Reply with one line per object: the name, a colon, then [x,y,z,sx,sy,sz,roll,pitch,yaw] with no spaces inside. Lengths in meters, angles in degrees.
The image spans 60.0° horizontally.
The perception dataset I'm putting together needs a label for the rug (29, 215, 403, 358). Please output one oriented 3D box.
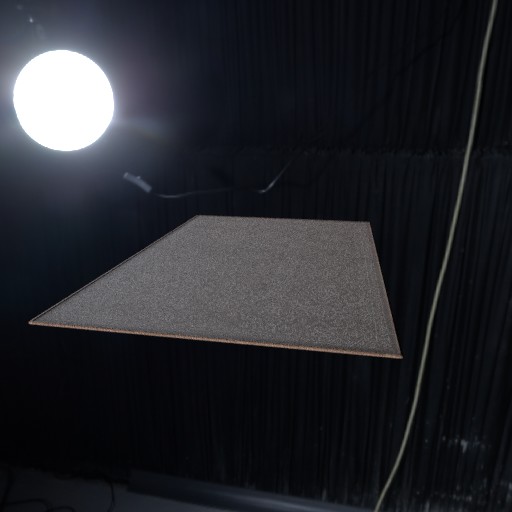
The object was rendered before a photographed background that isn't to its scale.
rug: [0.000,0.000,2.805,1.524,0.011,2.286,3,17,10]
